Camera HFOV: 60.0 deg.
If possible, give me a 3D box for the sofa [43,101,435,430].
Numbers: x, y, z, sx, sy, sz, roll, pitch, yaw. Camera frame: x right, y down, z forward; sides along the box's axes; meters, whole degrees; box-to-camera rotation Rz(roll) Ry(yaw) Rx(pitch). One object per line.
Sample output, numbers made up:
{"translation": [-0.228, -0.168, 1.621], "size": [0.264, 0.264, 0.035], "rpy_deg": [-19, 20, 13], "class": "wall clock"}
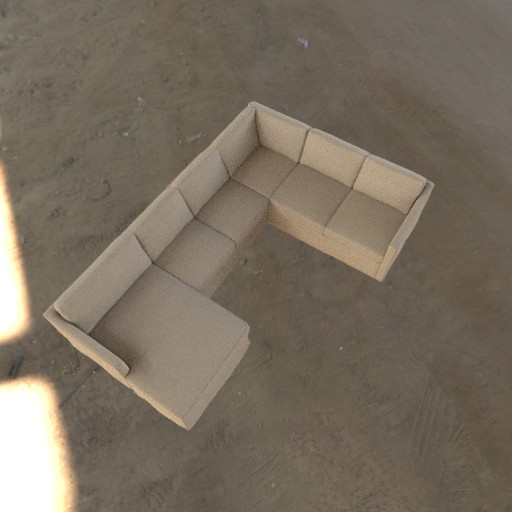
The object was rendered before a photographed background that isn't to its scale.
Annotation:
{"translation": [0.000, 0.000, 4.680], "size": [2.476, 0.878, 3.528], "rpy_deg": [30, 64, 16], "class": "sofa"}
